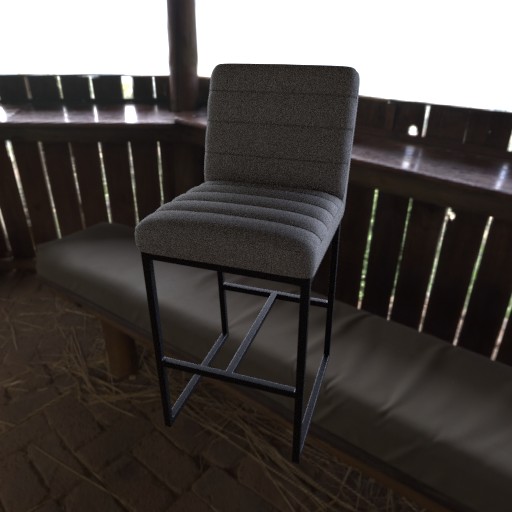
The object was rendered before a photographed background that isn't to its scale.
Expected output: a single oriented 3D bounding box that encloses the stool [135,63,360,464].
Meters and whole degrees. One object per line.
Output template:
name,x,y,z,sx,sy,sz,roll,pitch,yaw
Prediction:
stool,0.000,0.000,1.332,0.459,1.034,0.571,9,28,17
